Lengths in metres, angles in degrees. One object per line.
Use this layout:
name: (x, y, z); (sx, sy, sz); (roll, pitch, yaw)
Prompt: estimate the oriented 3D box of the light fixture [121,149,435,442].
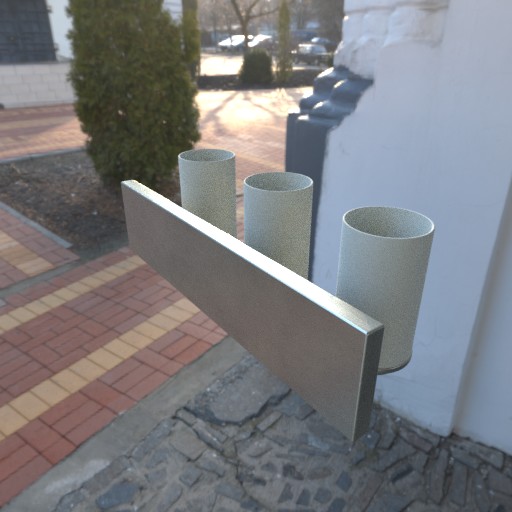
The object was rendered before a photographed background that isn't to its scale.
light fixture: (0.000, 0.000, 0.527); (0.145, 0.172, 0.451); (-18, 31, -32)
